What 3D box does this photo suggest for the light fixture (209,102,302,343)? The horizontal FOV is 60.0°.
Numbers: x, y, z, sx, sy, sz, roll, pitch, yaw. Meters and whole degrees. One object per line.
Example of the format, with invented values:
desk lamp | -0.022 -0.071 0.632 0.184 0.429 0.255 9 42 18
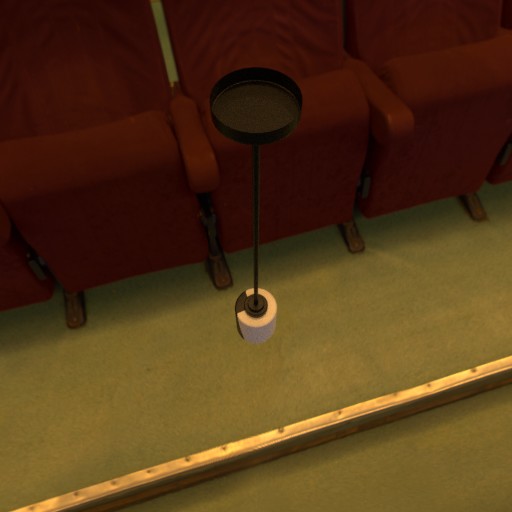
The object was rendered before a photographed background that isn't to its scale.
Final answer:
light fixture | 0.000 0.000 0.963 0.123 0.863 0.123 -15 62 -8
